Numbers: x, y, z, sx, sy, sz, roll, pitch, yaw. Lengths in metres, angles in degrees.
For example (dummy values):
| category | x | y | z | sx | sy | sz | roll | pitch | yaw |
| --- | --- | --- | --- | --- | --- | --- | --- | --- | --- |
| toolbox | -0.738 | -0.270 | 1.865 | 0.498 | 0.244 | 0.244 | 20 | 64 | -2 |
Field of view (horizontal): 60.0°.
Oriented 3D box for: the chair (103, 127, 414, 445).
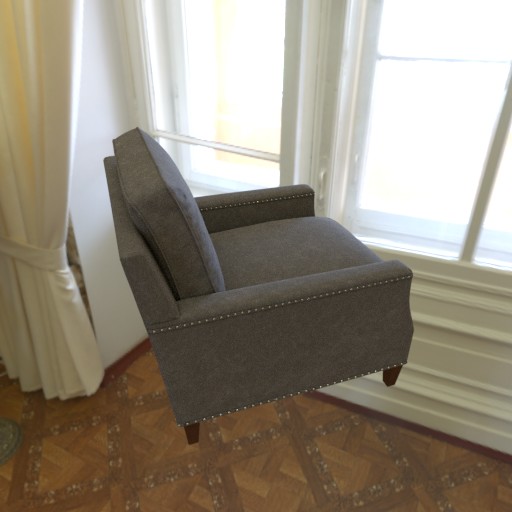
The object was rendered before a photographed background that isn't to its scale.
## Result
| category | x | y | z | sx | sy | sz | roll | pitch | yaw |
| --- | --- | --- | --- | --- | --- | --- | --- | --- | --- |
| chair | 0.000 | 0.000 | 1.754 | 1.014 | 0.948 | 0.853 | -10 | 32 | -17 |
